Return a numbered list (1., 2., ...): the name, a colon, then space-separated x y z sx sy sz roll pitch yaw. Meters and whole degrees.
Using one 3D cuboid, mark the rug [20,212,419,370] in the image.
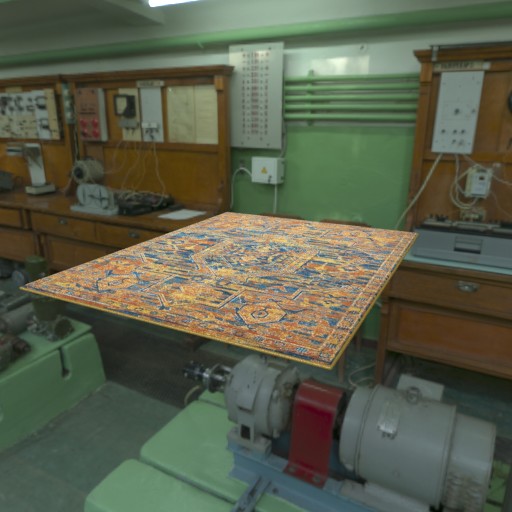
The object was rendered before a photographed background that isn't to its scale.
1. rug: 0.000 0.000 4.080 2.435 0.031 3.040 9 20 26
